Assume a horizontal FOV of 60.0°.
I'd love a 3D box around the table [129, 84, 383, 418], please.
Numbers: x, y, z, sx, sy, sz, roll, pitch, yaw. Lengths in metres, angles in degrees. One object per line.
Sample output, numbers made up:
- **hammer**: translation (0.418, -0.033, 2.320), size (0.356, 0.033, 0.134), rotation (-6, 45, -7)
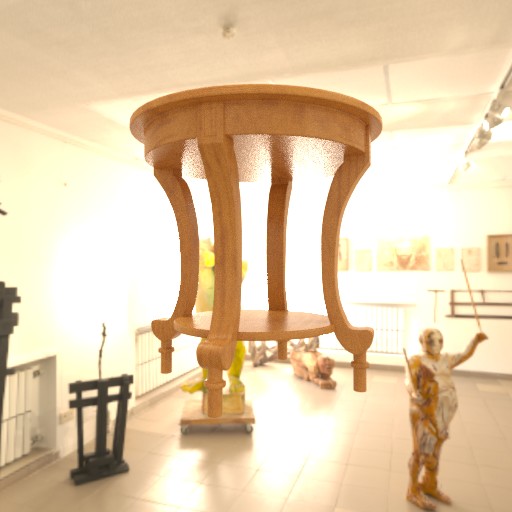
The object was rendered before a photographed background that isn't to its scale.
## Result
- **table**: translation (0.000, 0.000, 1.085), size (0.597, 0.612, 0.597), rotation (0, 0, 0)
